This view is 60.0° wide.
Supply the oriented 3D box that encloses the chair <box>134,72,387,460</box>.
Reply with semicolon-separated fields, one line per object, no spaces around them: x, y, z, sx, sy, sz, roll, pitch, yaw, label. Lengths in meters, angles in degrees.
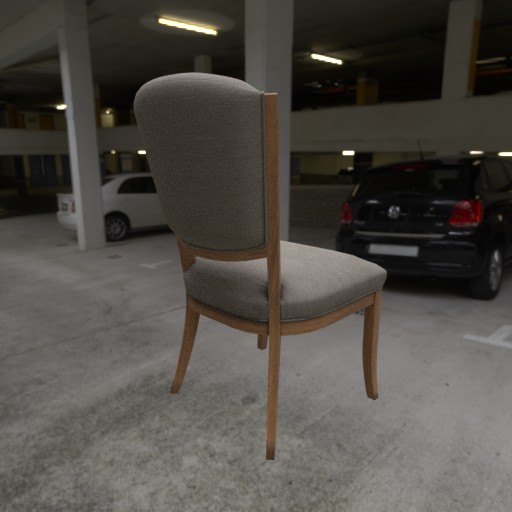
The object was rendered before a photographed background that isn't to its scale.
0.000;0.000;1.255;0.584;0.905;0.513;-13;18;-43;chair
